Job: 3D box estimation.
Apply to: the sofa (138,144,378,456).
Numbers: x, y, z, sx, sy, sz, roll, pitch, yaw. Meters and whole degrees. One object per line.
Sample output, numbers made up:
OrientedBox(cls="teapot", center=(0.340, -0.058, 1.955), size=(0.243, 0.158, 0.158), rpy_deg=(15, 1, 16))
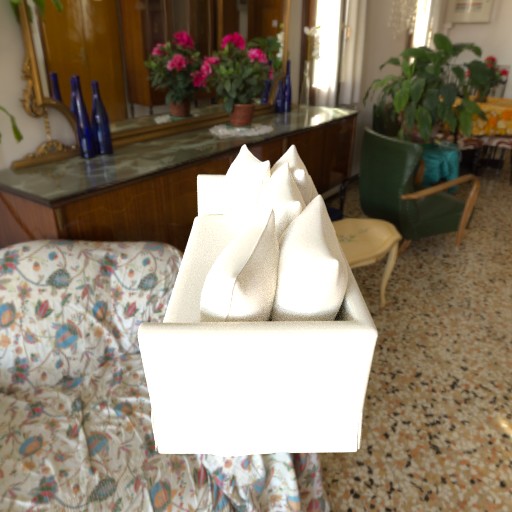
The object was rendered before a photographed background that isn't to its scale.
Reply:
OrientedBox(cls="sofa", center=(0.000, 0.000, 2.881), size=(1.031, 1.034, 2.290), rpy_deg=(0, 26, -1))
